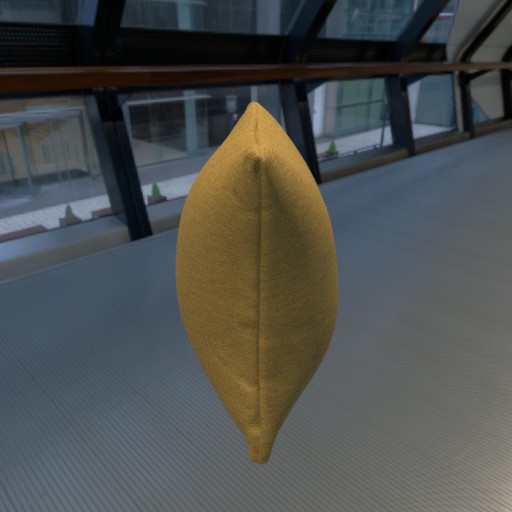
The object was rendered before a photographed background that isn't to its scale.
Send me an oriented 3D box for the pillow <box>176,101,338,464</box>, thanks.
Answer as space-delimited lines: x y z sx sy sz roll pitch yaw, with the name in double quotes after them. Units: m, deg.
0.000 0.000 0.693 0.247 0.417 0.435 0 25 -1 "pillow"
